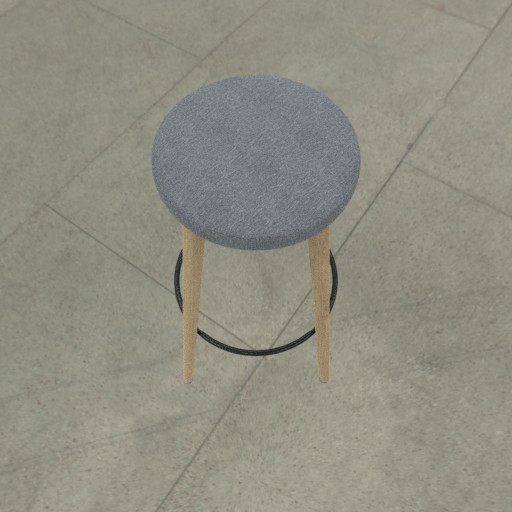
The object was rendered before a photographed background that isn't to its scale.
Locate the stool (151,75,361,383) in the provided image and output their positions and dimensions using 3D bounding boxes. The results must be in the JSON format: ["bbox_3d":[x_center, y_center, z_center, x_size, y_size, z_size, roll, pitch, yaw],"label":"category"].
[{"bbox_3d":[0.000,0.000,0.991,0.410,0.770,0.410,0,63,0],"label":"stool"}]
